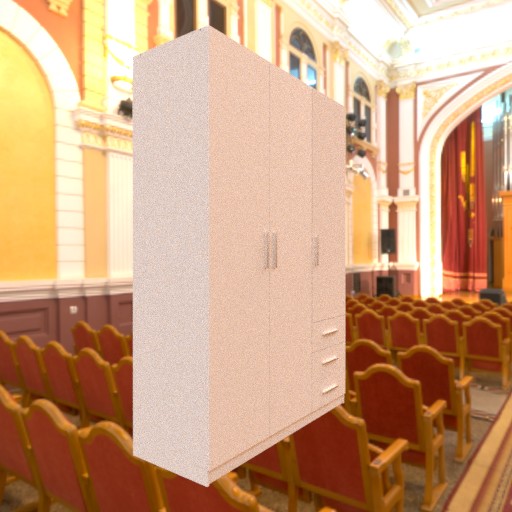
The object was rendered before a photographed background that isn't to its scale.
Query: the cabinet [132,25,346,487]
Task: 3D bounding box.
[{"bbox_3d":[0.000,0.000,2.488,0.510,1.910,1.290,0,0,37],"label":"cabinet"}]
